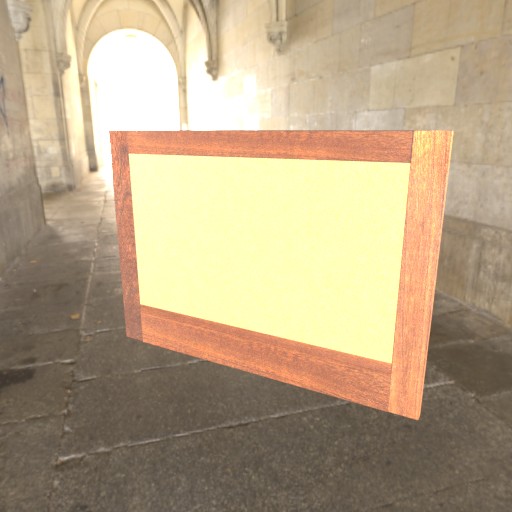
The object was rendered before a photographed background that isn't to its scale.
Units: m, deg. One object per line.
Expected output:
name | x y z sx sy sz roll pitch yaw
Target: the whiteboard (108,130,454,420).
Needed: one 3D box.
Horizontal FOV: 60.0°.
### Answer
whiteboard | 0.000 0.000 1.024 0.783 0.559 0.083 8 18 27
